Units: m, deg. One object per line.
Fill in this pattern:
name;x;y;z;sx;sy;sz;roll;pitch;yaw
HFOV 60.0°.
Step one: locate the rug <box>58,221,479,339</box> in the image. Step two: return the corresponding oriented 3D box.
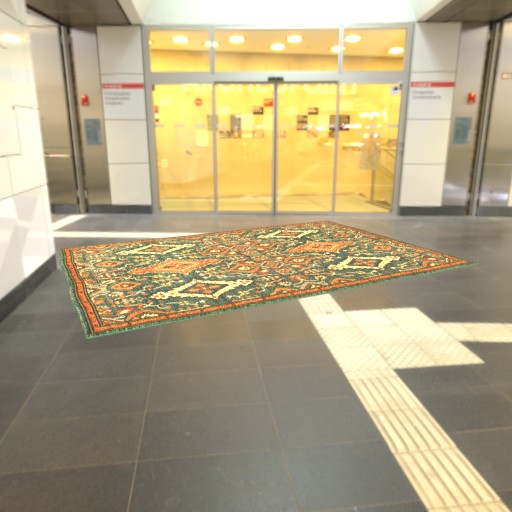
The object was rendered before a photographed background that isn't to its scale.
rug;0.000;0.000;2.977;2.373;0.009;1.622;-8;17;-26
